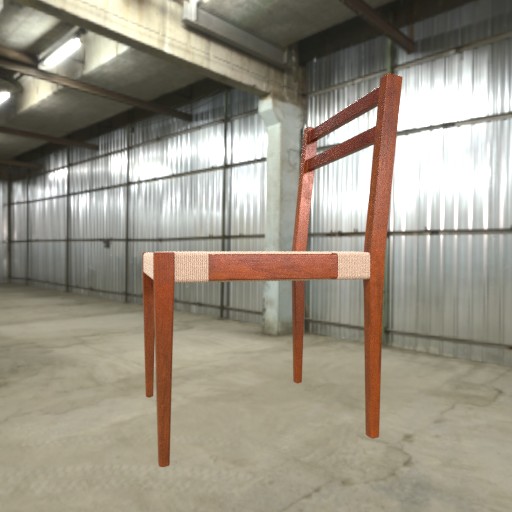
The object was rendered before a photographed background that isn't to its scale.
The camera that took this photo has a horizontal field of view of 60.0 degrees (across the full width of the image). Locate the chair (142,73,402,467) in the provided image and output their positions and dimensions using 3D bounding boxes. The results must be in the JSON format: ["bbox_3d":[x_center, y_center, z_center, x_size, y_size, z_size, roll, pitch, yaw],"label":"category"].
[{"bbox_3d":[0.000,0.000,1.191,0.569,0.851,0.495,0,0,-17],"label":"chair"}]
